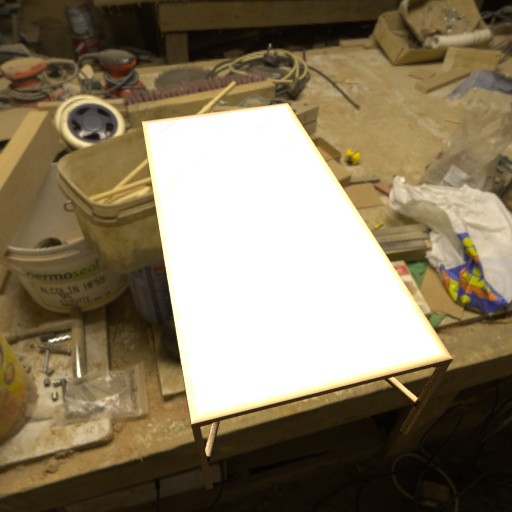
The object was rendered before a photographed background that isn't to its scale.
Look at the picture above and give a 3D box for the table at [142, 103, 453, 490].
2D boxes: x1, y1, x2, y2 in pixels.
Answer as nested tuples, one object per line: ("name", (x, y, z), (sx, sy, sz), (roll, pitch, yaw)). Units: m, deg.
("table", (0.000, 0.000, 1.460), (0.577, 0.405, 1.197), (-11, 47, -10))
